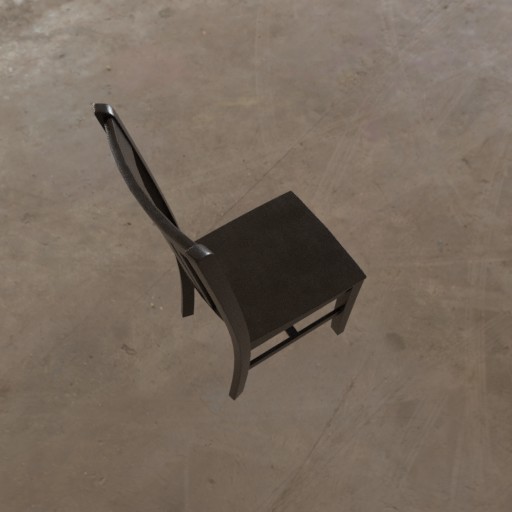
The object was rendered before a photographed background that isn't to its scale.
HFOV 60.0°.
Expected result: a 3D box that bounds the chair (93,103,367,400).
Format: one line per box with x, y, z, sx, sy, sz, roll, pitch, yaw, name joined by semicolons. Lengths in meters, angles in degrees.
0.000;0.000;1.298;0.555;0.998;0.450;-28;62;-17;chair
